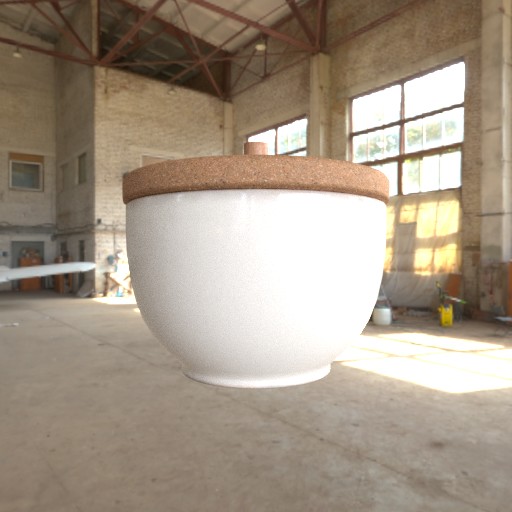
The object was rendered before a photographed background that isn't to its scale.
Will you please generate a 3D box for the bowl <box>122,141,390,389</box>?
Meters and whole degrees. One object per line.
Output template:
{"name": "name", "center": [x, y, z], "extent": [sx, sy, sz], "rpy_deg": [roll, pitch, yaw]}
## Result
{"name": "bowl", "center": [0.000, 0.000, 0.218], "extent": [0.126, 0.110, 0.126], "rpy_deg": [0, 0, 0]}
